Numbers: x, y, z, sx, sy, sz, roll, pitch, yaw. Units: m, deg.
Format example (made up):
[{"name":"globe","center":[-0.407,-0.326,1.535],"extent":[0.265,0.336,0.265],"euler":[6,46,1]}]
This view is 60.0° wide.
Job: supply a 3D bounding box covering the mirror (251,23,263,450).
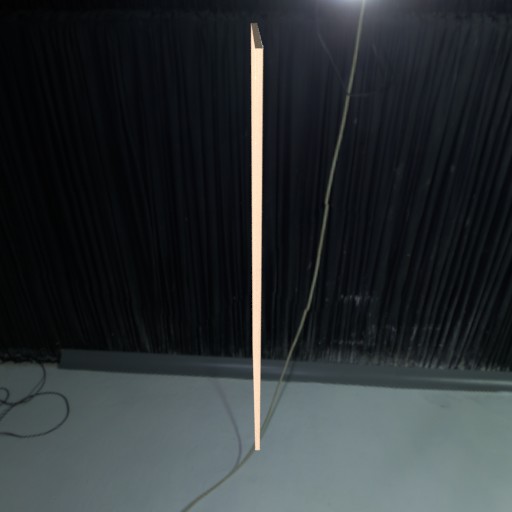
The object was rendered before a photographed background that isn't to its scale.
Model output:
[{"name":"mirror","center":[0.000,0.000,2.251],"extent":[0.026,2.031,0.812],"euler":[-1,33,-1]}]
